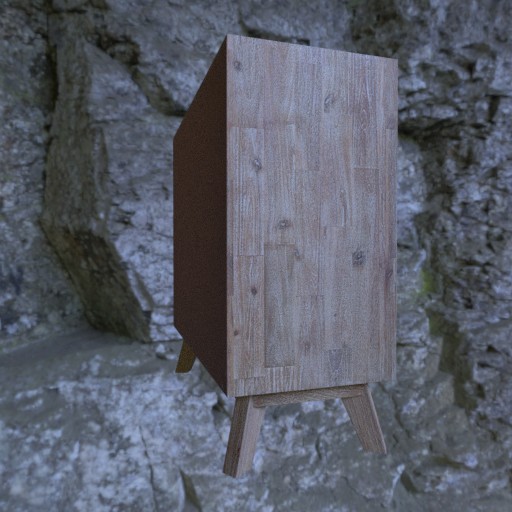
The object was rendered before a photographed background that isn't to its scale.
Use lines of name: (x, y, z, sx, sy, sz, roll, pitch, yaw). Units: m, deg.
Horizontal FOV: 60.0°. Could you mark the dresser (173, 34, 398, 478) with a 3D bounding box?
dresser: (0.000, 0.000, 1.560, 0.455, 1.029, 0.998, 0, 1, -18)
